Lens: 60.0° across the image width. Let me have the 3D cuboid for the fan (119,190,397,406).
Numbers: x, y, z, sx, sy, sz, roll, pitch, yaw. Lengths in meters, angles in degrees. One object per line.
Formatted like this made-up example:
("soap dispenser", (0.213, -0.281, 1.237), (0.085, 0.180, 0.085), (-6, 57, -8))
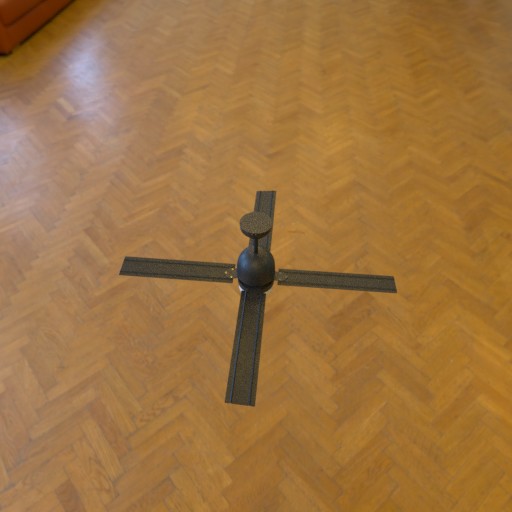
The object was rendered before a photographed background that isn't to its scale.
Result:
("fan", (0.000, 0.000, 2.034), (1.319, 0.410, 1.319), (3, 46, 3))
